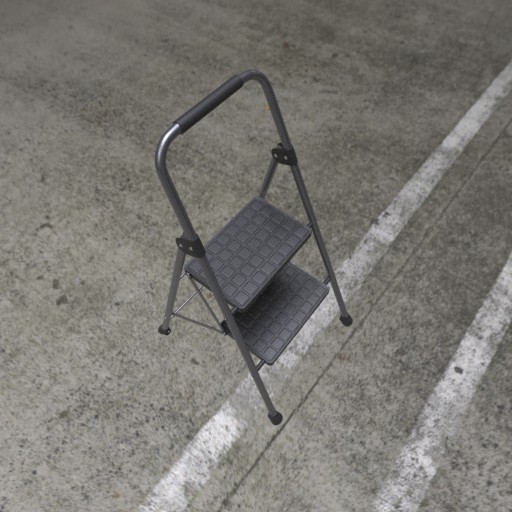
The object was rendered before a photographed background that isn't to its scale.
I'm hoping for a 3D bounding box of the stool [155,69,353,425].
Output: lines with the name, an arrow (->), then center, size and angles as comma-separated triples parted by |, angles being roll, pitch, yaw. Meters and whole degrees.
stool -> 0.000, 0.000, 1.154 | 0.514, 0.872, 0.450 | 33, 63, 20
